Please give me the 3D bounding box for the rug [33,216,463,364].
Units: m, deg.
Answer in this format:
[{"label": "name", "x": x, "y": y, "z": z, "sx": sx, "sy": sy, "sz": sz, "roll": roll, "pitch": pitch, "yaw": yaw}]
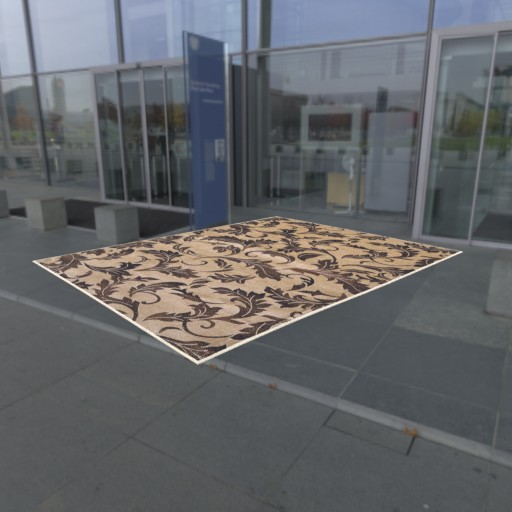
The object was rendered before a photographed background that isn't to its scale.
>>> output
[{"label": "rug", "x": 0.000, "y": 0.000, "z": 3.904, "sx": 2.977, "sy": 0.008, "sz": 2.380, "roll": -14, "pitch": 21, "yaw": -41}]
